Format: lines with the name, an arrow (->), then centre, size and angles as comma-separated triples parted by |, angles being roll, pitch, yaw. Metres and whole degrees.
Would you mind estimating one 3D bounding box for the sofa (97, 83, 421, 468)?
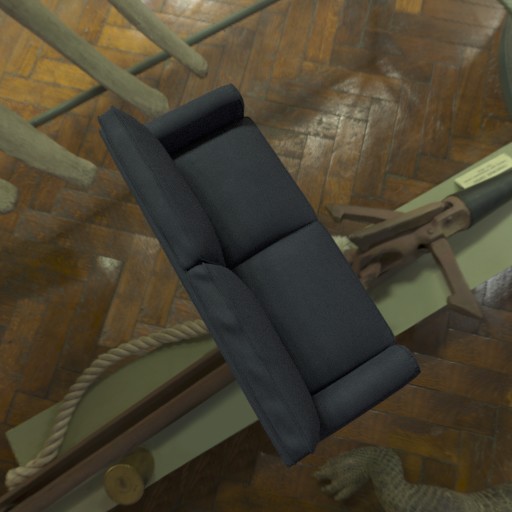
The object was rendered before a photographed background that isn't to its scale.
sofa -> 0.000, 0.000, 2.821 | 0.983, 1.094, 2.256 | -30, 78, -7
